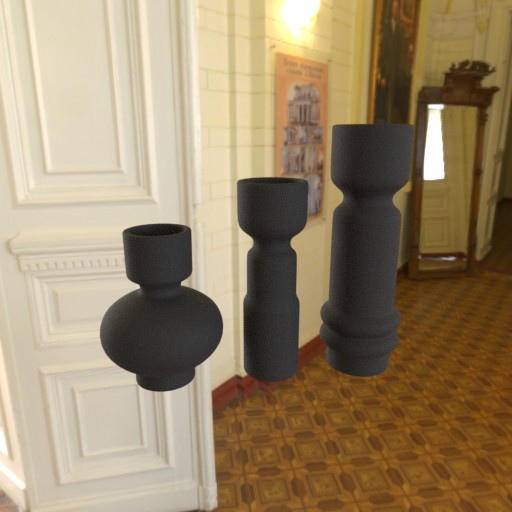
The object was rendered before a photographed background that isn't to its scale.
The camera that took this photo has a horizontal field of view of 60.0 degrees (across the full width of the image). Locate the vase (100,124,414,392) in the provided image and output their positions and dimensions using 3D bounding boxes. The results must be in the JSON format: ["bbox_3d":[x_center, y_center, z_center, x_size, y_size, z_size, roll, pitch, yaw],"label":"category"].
[{"bbox_3d":[0.000,0.000,0.436,0.307,0.249,0.120,-2,16,-8],"label":"vase"}]
